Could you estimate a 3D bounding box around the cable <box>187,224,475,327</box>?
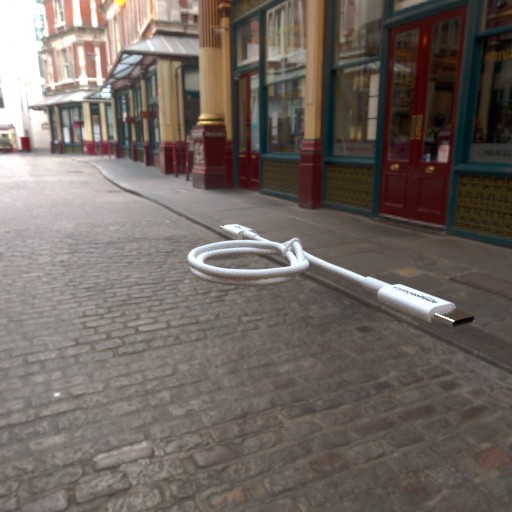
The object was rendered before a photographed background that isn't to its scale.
[{"bbox_3d":[0.000,0.000,0.224,0.070,0.014,0.203,-7,16,-26],"label":"cable"}]
